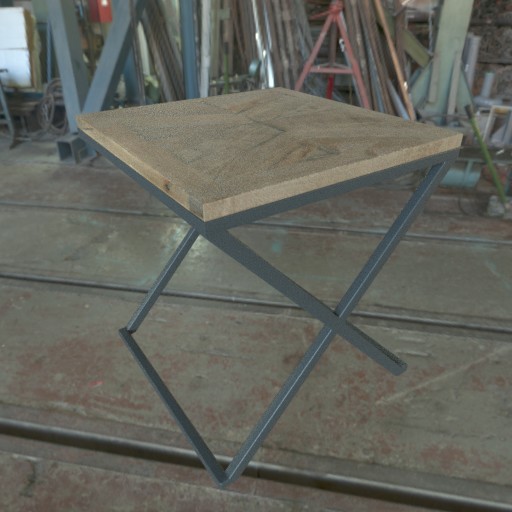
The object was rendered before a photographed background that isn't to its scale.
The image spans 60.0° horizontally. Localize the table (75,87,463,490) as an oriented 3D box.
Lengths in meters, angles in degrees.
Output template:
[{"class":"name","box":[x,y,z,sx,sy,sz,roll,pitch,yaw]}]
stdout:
[{"class":"table","box":[0.000,0.000,0.929,0.498,0.550,0.499,-20,36,-29]}]
